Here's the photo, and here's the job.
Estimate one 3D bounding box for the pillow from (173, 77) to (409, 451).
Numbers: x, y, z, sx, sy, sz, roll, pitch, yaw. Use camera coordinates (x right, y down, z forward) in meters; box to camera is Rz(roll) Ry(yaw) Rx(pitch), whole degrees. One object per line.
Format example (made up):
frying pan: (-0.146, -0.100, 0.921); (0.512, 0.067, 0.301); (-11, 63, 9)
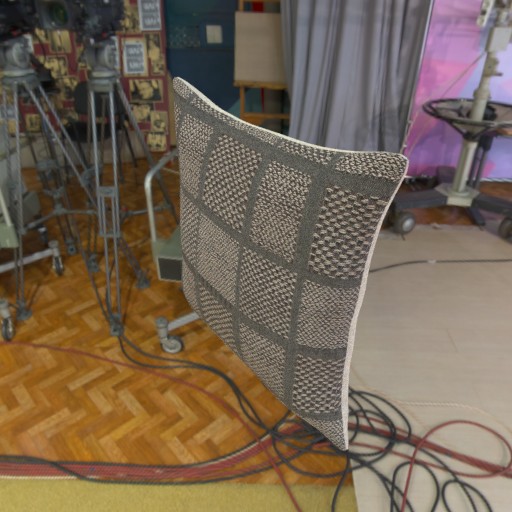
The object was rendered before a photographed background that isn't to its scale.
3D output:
pillow: (0.000, 0.000, 0.652); (0.138, 0.432, 0.435); (-22, 39, -30)
